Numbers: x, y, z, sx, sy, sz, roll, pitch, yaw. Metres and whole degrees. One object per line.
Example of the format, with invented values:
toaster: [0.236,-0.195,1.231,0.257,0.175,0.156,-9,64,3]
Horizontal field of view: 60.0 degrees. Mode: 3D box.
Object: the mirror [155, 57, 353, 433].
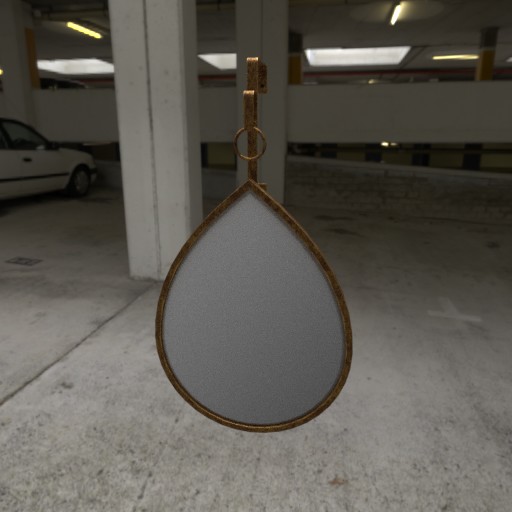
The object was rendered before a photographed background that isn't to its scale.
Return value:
mirror: [0.000,0.000,0.912,0.405,0.744,0.144,3,16,10]
